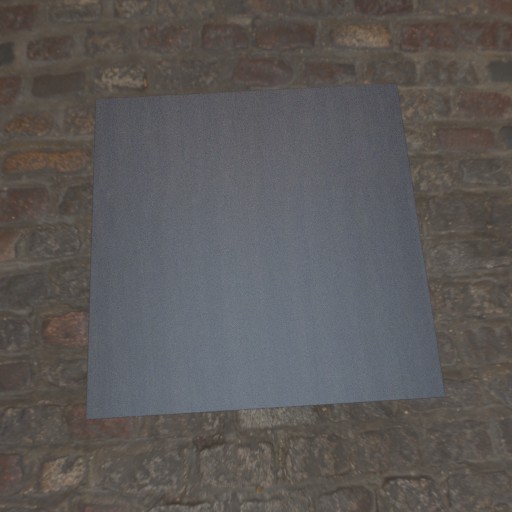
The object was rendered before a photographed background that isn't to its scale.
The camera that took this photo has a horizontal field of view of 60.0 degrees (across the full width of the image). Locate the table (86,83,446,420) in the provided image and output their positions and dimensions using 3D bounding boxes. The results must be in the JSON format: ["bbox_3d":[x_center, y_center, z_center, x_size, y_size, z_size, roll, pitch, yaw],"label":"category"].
[{"bbox_3d":[0.000,0.000,1.218,0.762,0.396,0.762,-3,76,-1],"label":"table"}]
